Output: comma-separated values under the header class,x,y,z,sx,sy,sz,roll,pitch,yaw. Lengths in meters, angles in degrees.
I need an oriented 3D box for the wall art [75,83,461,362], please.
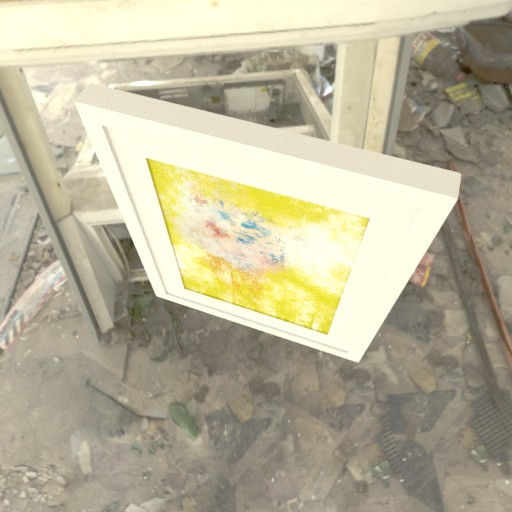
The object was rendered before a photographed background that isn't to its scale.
class,x,y,z,sx,sy,sz,roll,pitch,yaw
wall art,0.000,0.000,0.529,0.331,0.381,0.028,17,60,10
